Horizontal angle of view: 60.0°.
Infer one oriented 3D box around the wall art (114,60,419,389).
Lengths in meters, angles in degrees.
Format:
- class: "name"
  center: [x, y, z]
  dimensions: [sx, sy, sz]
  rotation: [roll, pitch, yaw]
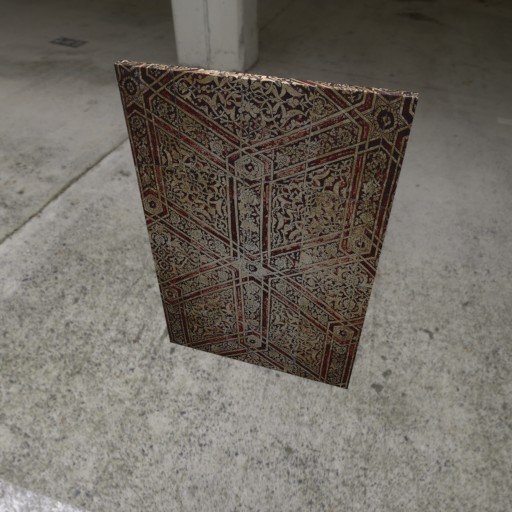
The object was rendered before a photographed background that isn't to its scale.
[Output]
- class: "wall art"
  center: [0.000, 0.000, 1.142]
  dimensions: [0.599, 0.904, 0.030]
  rotation: [12, 42, 13]
